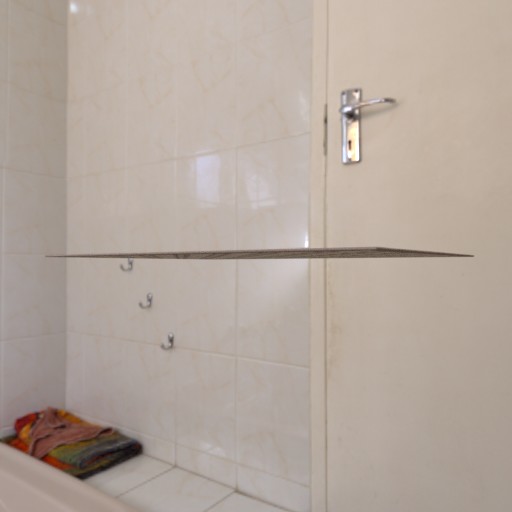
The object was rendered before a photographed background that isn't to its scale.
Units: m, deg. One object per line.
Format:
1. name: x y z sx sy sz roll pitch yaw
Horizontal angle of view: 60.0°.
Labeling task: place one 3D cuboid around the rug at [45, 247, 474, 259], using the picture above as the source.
1. rug: 0.000 0.000 2.851 2.260 0.013 1.600 -1 -1 37
